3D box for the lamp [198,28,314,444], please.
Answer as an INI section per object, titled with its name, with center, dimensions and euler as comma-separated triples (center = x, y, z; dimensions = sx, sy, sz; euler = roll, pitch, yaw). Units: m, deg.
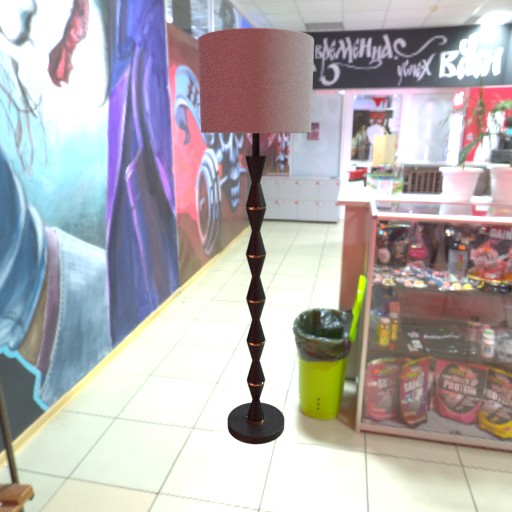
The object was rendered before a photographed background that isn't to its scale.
[lamp]
center = 0.000, 0.000, 1.666
dimensions = 0.381, 1.480, 0.381
euler = 15, 21, 42
